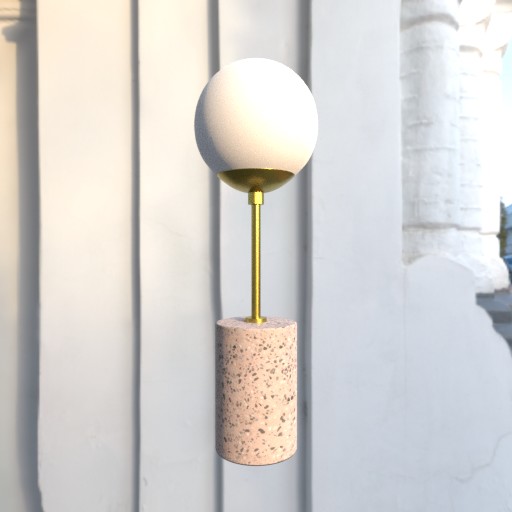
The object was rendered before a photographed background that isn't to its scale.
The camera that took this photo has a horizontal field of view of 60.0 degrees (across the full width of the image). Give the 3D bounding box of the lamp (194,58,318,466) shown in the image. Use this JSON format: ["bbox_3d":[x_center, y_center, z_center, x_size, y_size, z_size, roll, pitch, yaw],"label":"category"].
[{"bbox_3d":[0.000,0.000,0.556,0.153,0.480,0.153,0,0,0],"label":"lamp"}]
